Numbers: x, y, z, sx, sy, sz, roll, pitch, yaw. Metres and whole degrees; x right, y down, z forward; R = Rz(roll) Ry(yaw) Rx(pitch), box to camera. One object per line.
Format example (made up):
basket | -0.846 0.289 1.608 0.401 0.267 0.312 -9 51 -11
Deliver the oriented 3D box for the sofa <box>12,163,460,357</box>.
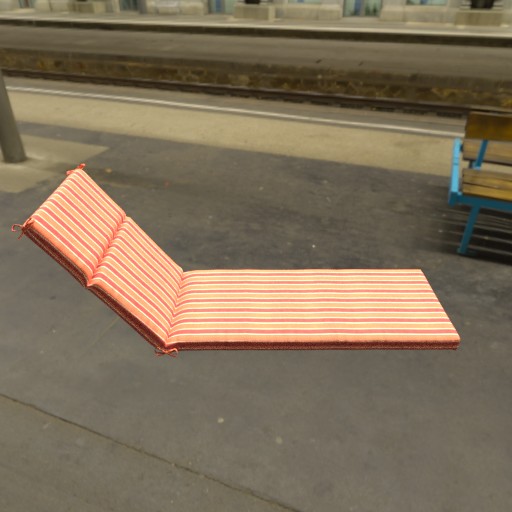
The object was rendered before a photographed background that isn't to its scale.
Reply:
sofa | 0.000 0.000 1.870 1.663 0.622 0.582 0 32 0
